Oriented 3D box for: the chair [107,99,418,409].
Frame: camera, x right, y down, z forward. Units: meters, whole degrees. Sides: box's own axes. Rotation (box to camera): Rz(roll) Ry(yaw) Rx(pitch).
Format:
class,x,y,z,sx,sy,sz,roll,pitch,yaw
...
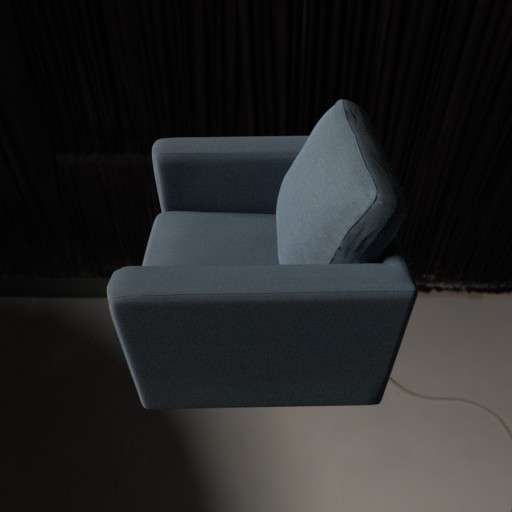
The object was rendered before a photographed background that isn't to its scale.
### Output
class,x,y,z,sx,sy,sz,roll,pitch,yaw
chair,0.000,0.000,1.563,0.820,0.922,0.855,-1,42,-1
